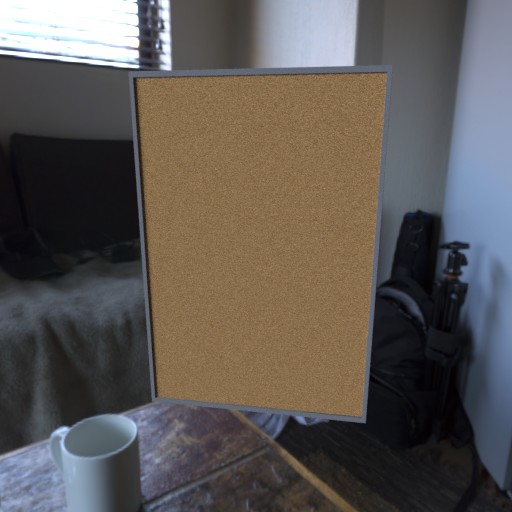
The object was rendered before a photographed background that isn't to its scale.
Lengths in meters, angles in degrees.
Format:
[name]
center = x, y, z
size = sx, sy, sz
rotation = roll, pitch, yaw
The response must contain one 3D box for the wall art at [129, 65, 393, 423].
[wall art]
center = 0.000, 0.000, 0.963
size = 0.511, 0.753, 0.039
rotation = 3, 16, 9
